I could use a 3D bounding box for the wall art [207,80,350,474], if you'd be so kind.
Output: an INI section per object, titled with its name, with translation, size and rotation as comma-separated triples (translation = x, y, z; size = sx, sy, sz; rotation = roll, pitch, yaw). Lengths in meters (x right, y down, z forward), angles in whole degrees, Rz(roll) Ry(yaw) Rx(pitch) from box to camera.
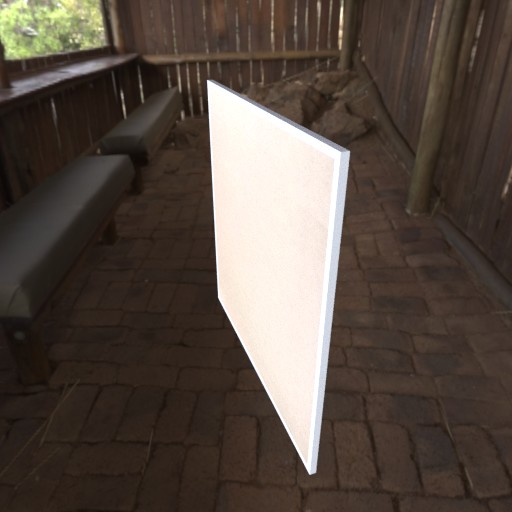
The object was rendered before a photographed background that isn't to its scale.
[wall art]
translation = 0.000, 0.000, 0.845
size = 0.012, 0.557, 0.557
rotation = -10, 31, -18
